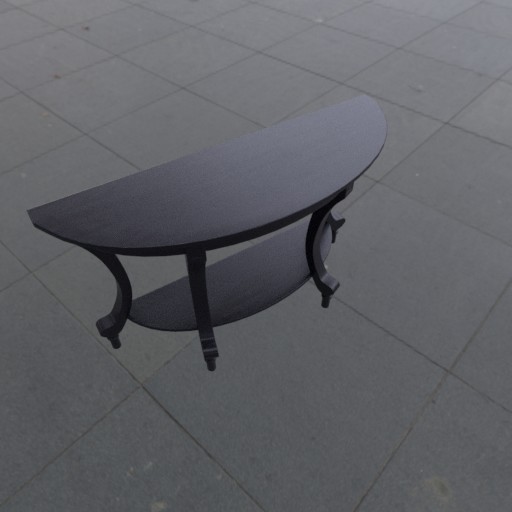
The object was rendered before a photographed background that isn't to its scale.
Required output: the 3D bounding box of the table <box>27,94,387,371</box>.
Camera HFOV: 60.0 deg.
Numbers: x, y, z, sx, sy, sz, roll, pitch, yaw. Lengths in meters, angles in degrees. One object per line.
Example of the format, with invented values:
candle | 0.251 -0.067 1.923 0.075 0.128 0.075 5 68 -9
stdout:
table | 0.000 0.000 1.537 1.198 0.692 0.394 -25 52 -22
